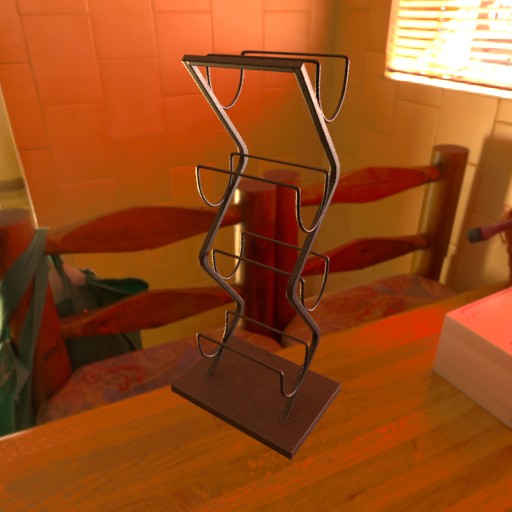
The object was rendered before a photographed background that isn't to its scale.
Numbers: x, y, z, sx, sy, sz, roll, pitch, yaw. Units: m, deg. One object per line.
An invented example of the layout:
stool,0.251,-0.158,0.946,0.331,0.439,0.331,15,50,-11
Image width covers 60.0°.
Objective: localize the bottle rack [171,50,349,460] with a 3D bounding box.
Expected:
bottle rack,0.000,0.000,0.677,0.254,0.559,0.178,18,33,30
